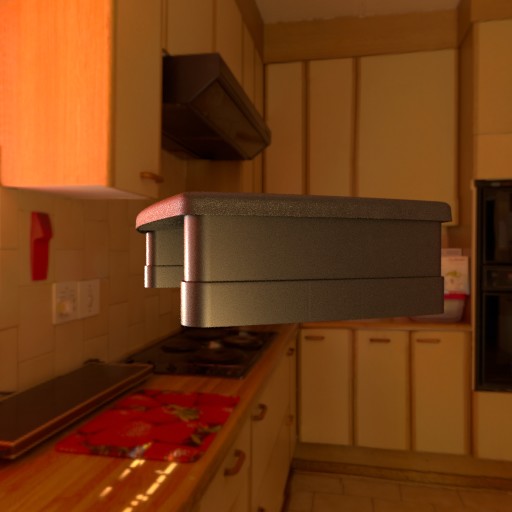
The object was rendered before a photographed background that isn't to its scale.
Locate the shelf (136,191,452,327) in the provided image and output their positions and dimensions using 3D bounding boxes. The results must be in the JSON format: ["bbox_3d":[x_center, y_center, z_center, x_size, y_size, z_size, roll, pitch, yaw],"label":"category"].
[{"bbox_3d":[0.000,0.000,0.538,0.280,0.100,0.410,0,1,-18],"label":"shelf"}]
